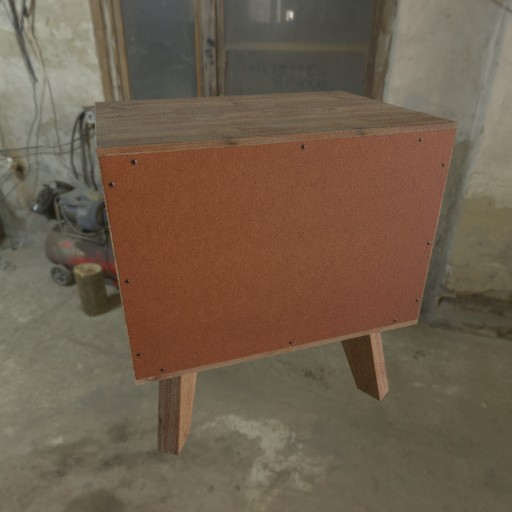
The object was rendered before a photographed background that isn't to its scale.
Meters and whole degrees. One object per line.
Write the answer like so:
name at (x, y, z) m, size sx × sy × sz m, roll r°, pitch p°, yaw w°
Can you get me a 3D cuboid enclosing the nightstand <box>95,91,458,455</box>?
nightstand at (0.000, 0.000, 0.934) m, size 0.552 × 0.589 × 0.396 m, roll -9°, pitch 29°, yaw -16°
